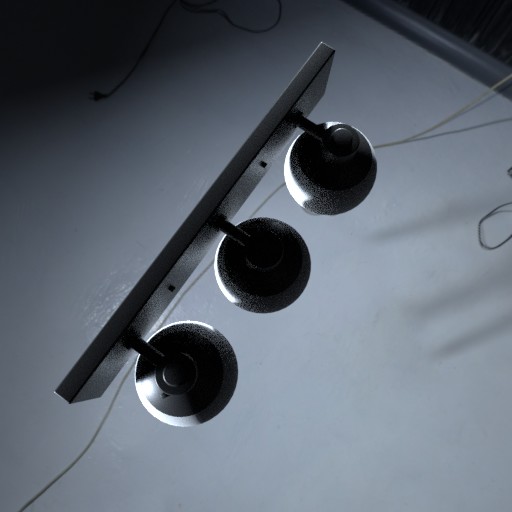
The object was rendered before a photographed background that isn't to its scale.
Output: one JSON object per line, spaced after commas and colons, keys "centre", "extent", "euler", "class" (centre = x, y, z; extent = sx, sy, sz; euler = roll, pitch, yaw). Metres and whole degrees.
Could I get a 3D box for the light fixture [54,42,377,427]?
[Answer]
{"centre": [0.000, 0.000, 0.825], "extent": [0.218, 0.263, 0.721], "euler": [34, 79, 8], "class": "light fixture"}
